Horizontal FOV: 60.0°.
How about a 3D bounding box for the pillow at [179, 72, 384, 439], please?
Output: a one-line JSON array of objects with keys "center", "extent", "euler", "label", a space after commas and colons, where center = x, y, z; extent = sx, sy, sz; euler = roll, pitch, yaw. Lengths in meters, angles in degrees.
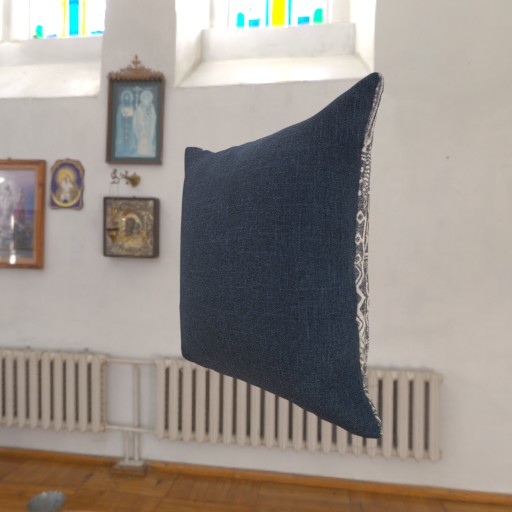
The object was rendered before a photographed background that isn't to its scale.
[{"center": [0.000, 0.000, 0.792], "extent": [0.180, 0.487, 0.546], "euler": [0, 0, -37], "label": "pillow"}]
